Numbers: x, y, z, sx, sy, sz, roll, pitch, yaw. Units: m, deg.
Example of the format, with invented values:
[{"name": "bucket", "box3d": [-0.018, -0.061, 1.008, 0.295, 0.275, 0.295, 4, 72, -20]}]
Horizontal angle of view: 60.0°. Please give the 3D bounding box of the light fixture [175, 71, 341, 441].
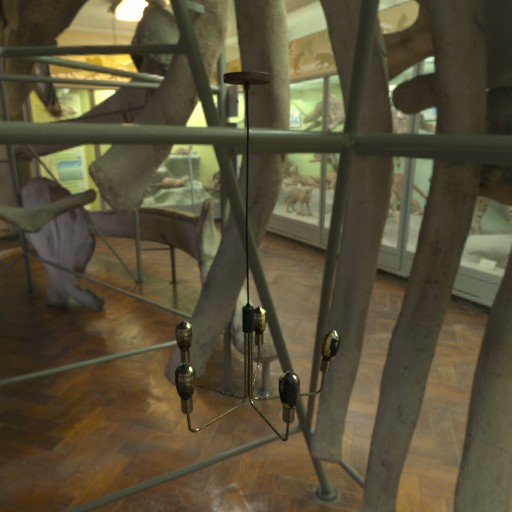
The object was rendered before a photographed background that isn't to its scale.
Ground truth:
[{"name": "light fixture", "box3d": [0.000, 0.000, 1.384, 0.588, 1.059, 0.532, -8, 17, -27]}]
